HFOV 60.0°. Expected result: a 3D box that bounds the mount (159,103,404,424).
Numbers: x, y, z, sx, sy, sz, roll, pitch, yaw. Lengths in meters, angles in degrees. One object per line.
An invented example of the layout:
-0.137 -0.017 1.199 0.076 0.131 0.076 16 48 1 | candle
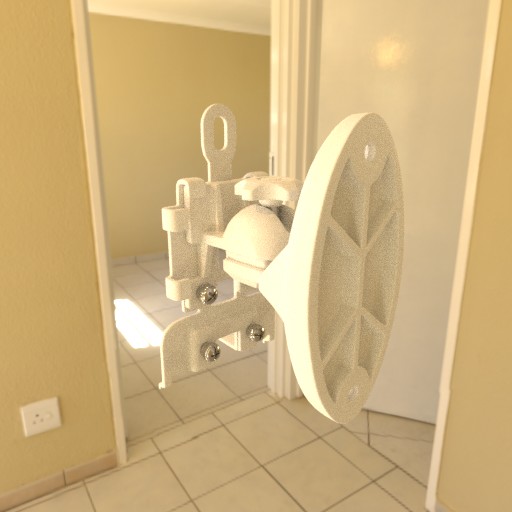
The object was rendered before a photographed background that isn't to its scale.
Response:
0.000 0.000 0.179 0.066 0.118 0.100 -15 22 -41 | mount
